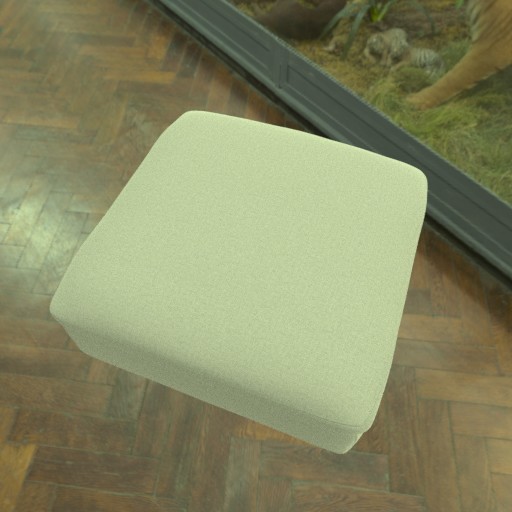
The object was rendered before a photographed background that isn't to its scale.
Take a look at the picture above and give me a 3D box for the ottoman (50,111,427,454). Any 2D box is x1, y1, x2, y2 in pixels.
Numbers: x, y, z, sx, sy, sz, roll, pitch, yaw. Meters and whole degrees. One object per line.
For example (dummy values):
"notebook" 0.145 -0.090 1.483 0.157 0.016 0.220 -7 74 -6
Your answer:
"ottoman" 0.000 0.000 1.532 0.996 0.467 0.977 18 59 11
